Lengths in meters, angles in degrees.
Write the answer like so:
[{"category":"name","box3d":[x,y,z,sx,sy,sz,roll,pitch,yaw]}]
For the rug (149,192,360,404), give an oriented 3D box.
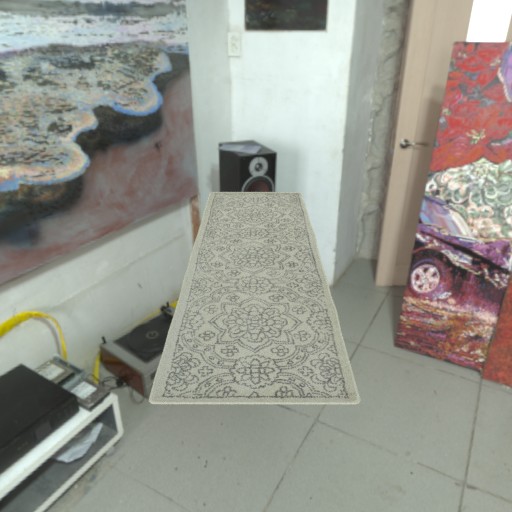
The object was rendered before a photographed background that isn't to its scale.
[{"category":"rug","box3d":[0.000,0.000,2.727,0.806,0.006,2.431,0,27,0]}]
